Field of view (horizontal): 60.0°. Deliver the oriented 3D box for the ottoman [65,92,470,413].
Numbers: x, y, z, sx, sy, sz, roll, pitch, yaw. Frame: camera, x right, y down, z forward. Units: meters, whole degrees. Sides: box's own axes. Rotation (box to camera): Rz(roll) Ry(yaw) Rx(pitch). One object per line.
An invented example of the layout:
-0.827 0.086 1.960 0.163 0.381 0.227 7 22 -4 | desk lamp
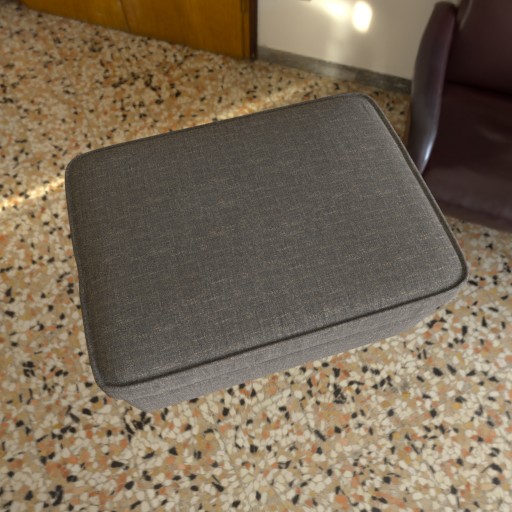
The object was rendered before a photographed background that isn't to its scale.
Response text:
0.000 0.000 1.075 0.749 0.450 0.549 -15 64 -7 | ottoman
